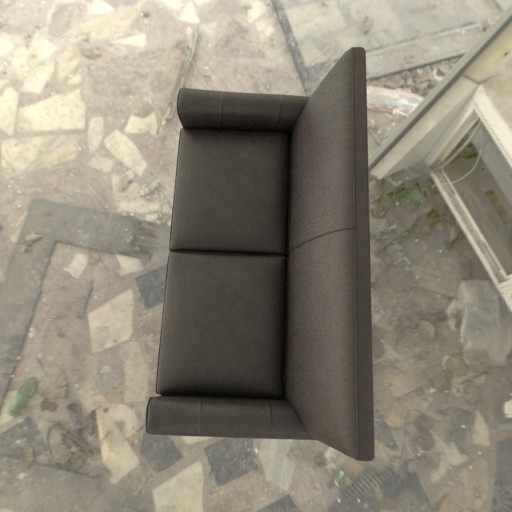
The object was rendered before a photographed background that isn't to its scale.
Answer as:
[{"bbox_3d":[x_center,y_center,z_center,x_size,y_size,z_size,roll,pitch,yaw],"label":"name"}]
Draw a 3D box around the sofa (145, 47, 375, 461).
[{"bbox_3d":[0.000,0.000,1.941,0.787,0.871,1.473,2,76,1],"label":"sofa"}]
